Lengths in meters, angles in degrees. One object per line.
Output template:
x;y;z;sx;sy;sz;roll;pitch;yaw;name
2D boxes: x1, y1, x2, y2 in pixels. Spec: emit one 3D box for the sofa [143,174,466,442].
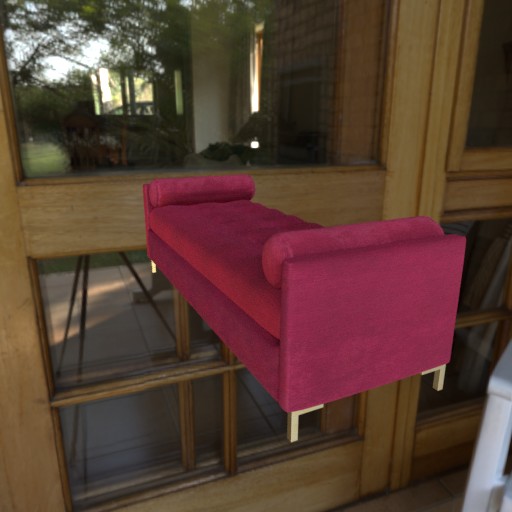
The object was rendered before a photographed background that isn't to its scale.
0.000;0.000;2.477;0.796;0.705;2.102;-8;18;-25;sofa
